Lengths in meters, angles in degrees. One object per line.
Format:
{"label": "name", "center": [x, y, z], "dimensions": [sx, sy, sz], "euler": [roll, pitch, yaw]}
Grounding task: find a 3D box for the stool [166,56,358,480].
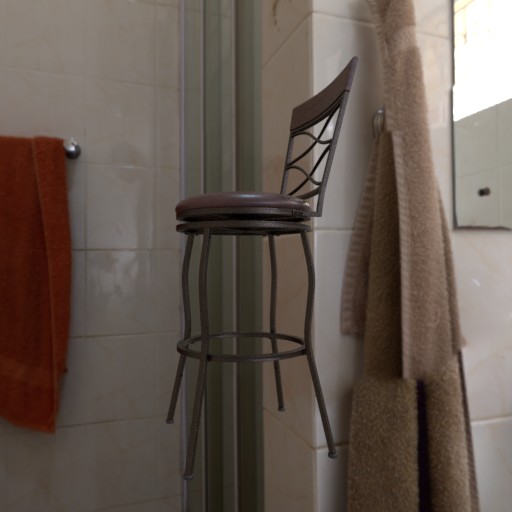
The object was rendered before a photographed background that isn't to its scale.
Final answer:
{"label": "stool", "center": [0.000, 0.000, 1.394], "dimensions": [0.513, 1.130, 0.448], "euler": [0, -1, -18]}
